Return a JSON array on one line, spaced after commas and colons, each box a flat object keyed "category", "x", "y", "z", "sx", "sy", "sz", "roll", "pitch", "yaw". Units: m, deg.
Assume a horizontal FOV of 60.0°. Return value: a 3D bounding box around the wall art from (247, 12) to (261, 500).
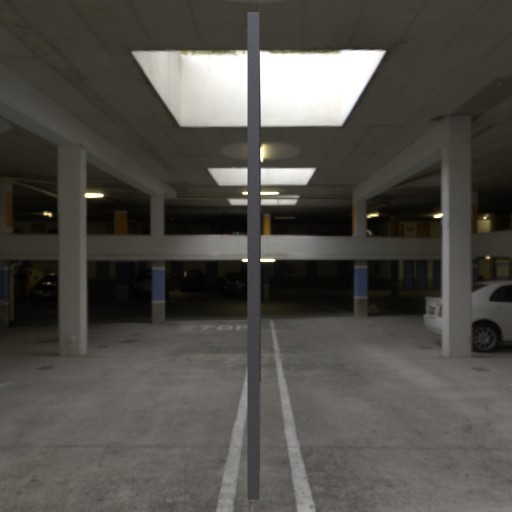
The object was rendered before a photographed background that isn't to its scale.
[{"category": "wall art", "x": 0.000, "y": 0.000, "z": 0.674, "sx": 0.013, "sy": 0.534, "sz": 0.380, "roll": 0, "pitch": 0, "yaw": 1}]
